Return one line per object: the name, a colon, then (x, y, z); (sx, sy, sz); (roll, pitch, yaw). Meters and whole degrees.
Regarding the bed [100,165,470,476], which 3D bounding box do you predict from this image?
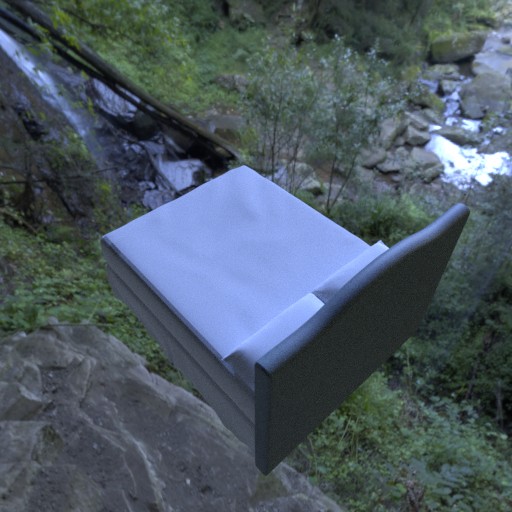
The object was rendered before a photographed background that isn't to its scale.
bed: (0.000, 0.000, 3.374); (1.753, 1.460, 2.143); (-33, 54, -28)
